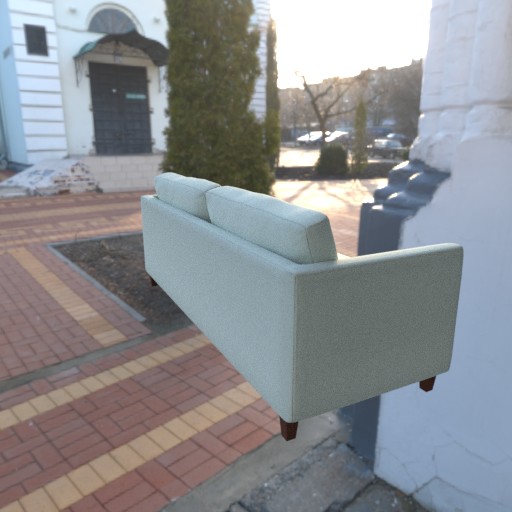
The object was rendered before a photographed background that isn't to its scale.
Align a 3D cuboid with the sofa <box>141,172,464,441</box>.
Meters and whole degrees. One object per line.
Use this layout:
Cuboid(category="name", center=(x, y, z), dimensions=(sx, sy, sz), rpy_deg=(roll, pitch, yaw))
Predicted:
Cuboid(category="sofa", center=(0.000, 0.000, 2.898), dimensions=(0.948, 0.965, 2.434), rpy_deg=(-8, 17, -26))
